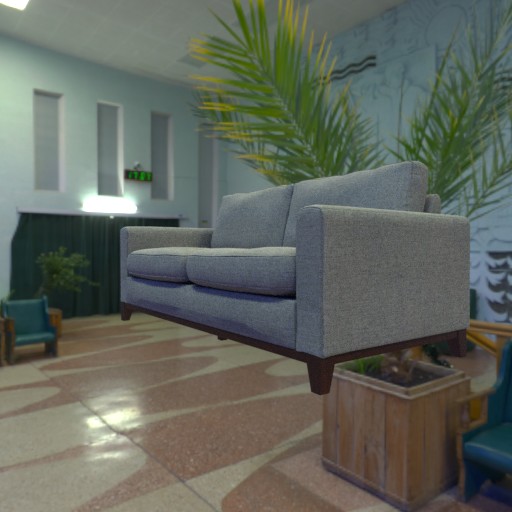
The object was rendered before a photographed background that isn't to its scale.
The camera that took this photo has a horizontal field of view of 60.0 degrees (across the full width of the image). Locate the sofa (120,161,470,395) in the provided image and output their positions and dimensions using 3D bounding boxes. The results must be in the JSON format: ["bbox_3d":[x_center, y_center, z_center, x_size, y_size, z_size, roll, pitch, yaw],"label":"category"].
[{"bbox_3d":[0.000,0.000,2.502,0.969,0.892,1.978,-1,1,-36],"label":"sofa"}]
